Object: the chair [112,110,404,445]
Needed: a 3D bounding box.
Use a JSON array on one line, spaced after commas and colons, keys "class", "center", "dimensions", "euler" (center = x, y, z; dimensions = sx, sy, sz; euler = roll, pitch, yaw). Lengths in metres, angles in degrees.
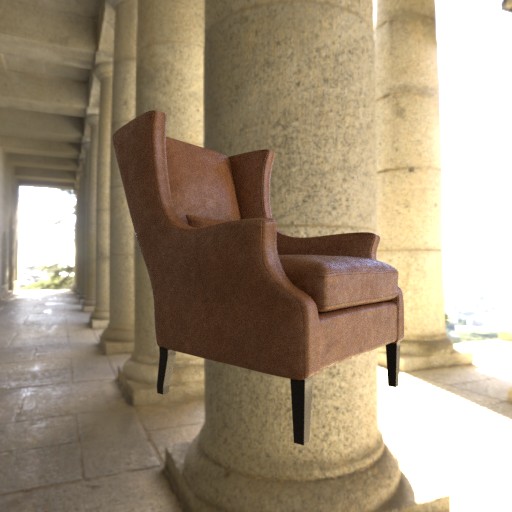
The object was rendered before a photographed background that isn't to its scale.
[{"class": "chair", "center": [0.000, 0.000, 1.720], "dimensions": [0.926, 1.016, 0.853], "euler": [-1, -1, 37]}]
